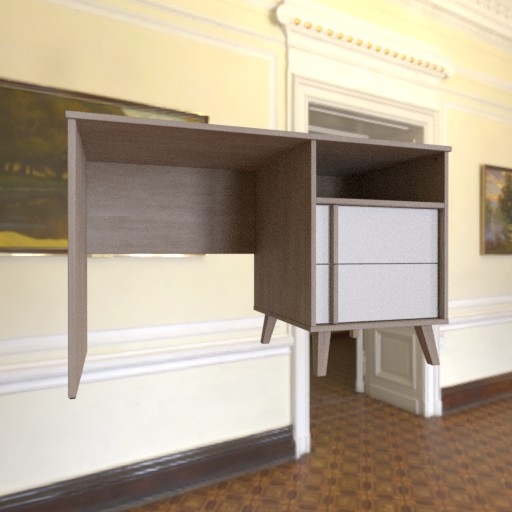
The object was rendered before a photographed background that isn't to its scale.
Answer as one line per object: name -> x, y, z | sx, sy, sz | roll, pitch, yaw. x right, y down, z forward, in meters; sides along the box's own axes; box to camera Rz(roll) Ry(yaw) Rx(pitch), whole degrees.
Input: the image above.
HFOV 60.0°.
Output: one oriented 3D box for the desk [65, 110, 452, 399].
desk -> 0.000, 0.000, 1.647 | 1.251, 0.770, 0.600 | 0, 0, -18
